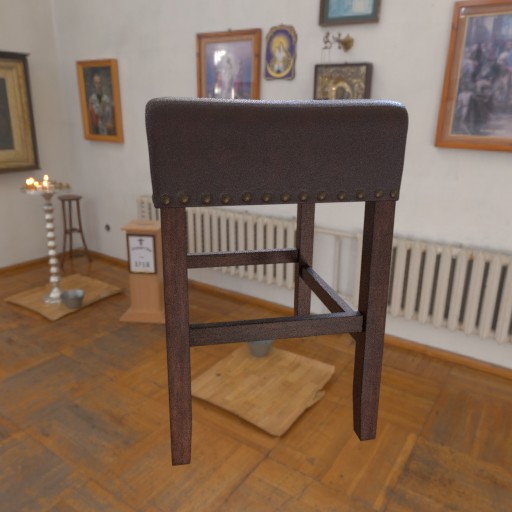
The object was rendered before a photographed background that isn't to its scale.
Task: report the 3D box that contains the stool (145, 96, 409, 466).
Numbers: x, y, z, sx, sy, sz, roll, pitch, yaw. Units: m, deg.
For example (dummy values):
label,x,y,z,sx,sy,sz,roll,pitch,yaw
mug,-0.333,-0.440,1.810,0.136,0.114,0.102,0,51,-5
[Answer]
label,x,y,z,sx,sy,sz,roll,pitch,yaw
stool,0.000,0.000,0.933,0.397,0.608,0.465,-3,17,-10
